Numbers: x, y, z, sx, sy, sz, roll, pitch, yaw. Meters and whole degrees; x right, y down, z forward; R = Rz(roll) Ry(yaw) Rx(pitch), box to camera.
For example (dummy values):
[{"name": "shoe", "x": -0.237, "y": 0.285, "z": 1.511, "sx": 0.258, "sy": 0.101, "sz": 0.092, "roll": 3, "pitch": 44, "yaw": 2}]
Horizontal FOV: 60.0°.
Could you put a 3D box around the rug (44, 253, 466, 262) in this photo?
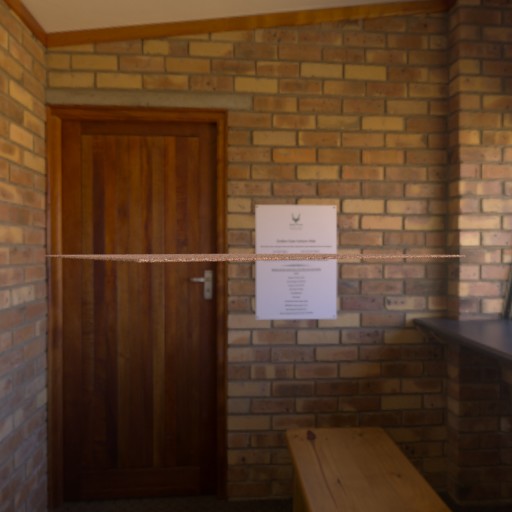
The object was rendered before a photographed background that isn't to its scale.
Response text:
[{"name": "rug", "x": 0.000, "y": 0.000, "z": 2.764, "sx": 2.141, "sy": 0.013, "sz": 1.566, "roll": -1, "pitch": 1, "yaw": -36}]
